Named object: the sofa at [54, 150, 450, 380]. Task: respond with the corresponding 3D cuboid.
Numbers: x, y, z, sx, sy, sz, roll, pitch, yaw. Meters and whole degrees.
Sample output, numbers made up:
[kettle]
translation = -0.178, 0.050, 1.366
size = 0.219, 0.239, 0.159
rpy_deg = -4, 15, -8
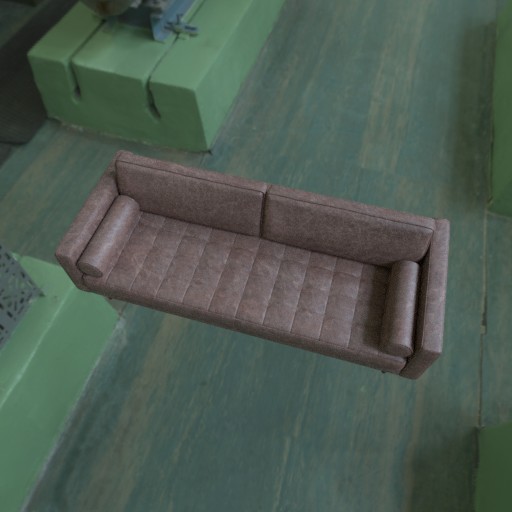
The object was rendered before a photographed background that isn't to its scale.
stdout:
[sofa]
translation = 0.000, 0.000, 2.771
size = 2.210, 0.762, 0.914
rpy_deg = 14, 58, 9
